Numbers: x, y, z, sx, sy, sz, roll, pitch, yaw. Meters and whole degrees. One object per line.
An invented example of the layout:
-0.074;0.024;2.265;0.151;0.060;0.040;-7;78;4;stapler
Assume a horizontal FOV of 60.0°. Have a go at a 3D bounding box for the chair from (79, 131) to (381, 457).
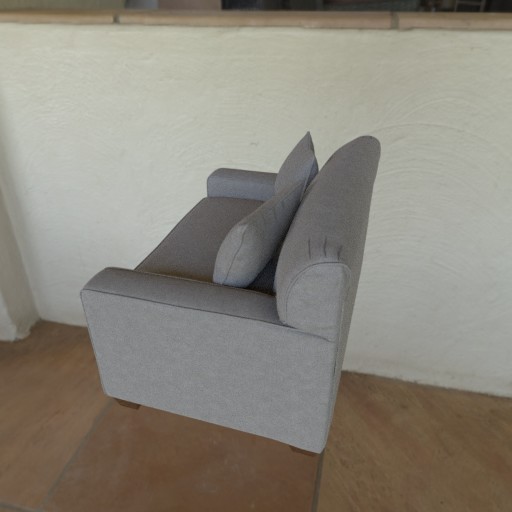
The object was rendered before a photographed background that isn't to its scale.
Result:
0.000;0.000;2.126;0.992;0.953;1.395;9;32;15;chair
